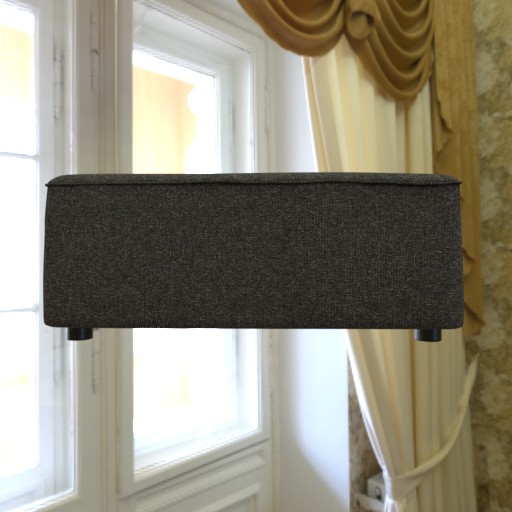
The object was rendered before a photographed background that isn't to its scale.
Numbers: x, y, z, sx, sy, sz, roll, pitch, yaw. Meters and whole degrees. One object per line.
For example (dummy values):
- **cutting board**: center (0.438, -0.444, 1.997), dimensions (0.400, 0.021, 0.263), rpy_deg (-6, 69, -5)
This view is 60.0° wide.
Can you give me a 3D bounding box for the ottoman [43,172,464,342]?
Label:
- **ottoman**: center (0.000, 0.000, 1.533), dimensions (1.017, 0.423, 1.021), rpy_deg (0, -1, 2)
